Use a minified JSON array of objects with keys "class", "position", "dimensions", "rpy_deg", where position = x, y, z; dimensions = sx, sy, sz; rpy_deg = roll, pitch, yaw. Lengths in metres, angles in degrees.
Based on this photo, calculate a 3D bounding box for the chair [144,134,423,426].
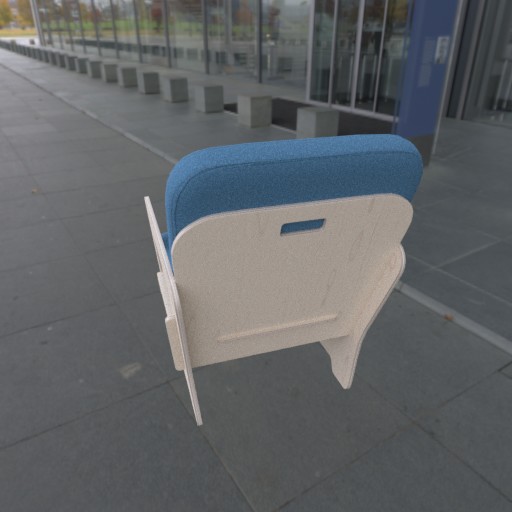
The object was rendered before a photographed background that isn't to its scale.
[{"class":"chair","position":[0.000,0.000,1.200],"dimensions":[0.547,0.747,0.657],"rpy_deg":[-8,29,-16]}]
